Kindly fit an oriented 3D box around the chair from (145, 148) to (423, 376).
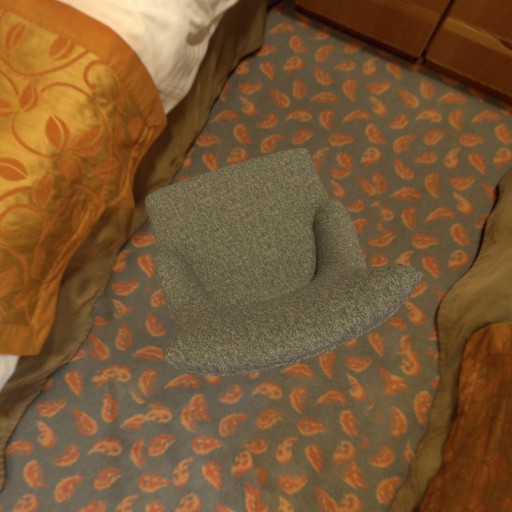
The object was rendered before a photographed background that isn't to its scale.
[{"bbox_3d":[0.000,0.000,1.304,0.566,0.909,0.629,-18,77,-4],"label":"chair"}]
